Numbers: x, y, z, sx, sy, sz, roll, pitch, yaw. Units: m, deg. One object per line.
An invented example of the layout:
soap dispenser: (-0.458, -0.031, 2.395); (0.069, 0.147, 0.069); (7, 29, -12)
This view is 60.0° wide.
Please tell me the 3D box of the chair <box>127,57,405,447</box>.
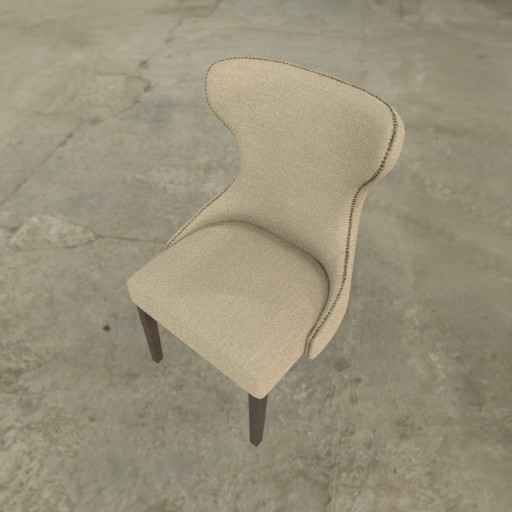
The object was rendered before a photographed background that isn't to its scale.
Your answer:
chair: (0.000, 0.000, 1.378); (0.628, 0.967, 0.635); (31, 53, 27)
